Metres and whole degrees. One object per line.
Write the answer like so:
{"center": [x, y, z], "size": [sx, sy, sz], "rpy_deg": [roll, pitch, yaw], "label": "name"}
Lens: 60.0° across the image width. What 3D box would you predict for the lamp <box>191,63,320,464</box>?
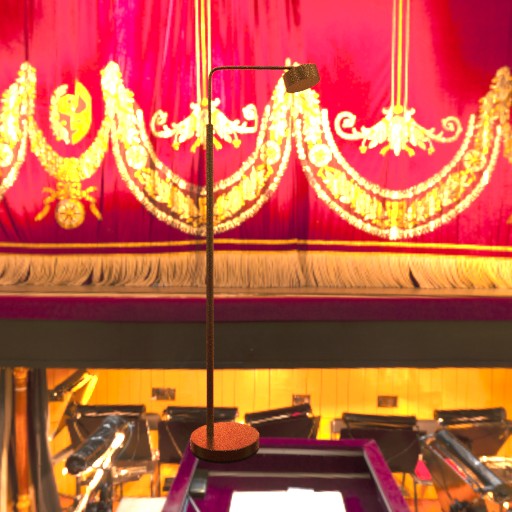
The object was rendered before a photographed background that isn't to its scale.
{"center": [0.000, 0.000, 1.416], "size": [0.418, 1.230, 0.219], "rpy_deg": [0, 1, -1], "label": "lamp"}
